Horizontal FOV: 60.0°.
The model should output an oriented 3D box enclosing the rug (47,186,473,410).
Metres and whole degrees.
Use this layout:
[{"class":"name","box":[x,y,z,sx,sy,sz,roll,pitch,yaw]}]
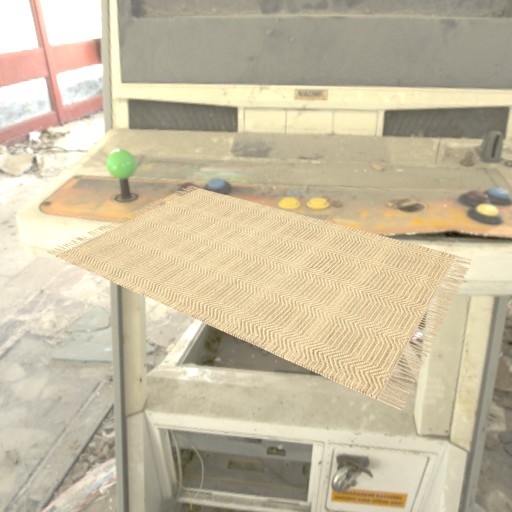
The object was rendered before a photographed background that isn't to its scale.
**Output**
[{"class":"rug","box":[0.000,0.000,2.430,2.021,0.027,1.224,18,35,29]}]
